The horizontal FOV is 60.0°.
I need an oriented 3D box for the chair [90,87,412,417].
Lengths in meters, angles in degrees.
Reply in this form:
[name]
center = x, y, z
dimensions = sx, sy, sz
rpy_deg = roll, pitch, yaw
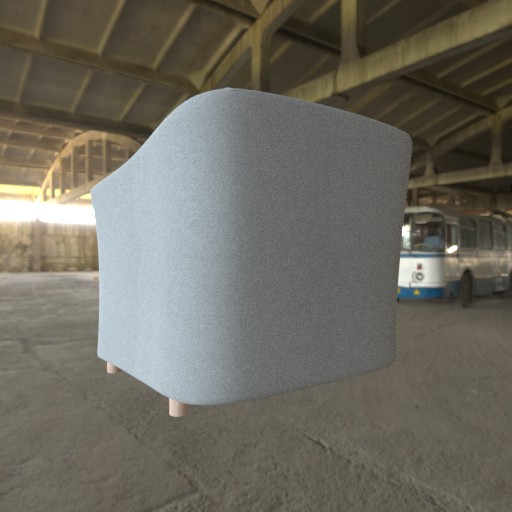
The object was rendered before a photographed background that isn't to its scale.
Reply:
[chair]
center = 0.000, 0.000, 1.340
dimensions = 0.790, 0.720, 0.700
rpy_deg = 0, 1, -36
